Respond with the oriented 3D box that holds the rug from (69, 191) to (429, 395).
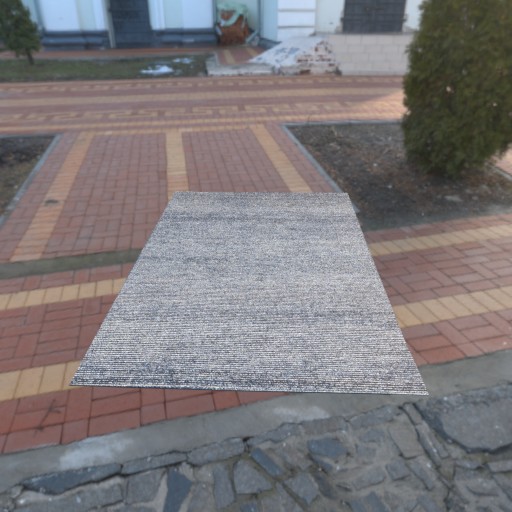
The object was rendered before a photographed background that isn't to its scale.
[{"bbox_3d":[0.000,0.000,2.144,1.135,0.010,1.740,1,29,2],"label":"rug"}]
